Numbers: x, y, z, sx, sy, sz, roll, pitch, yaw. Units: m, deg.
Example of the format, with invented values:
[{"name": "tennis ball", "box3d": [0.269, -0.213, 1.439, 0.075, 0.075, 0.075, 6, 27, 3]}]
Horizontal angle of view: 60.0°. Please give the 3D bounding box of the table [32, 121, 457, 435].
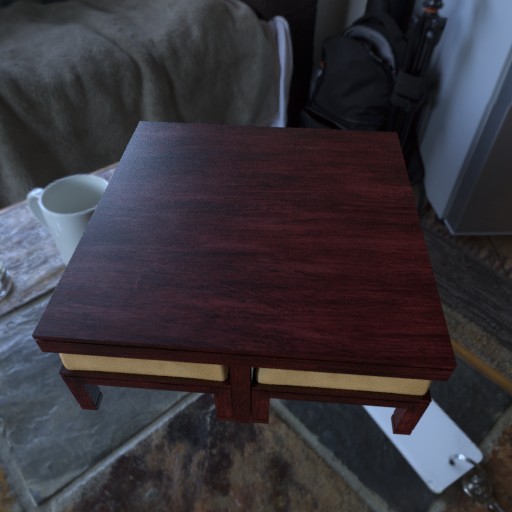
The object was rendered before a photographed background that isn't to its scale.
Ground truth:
[{"name": "table", "box3d": [0.000, 0.000, 1.322, 0.865, 0.356, 0.865, 3, 47, 3]}]
